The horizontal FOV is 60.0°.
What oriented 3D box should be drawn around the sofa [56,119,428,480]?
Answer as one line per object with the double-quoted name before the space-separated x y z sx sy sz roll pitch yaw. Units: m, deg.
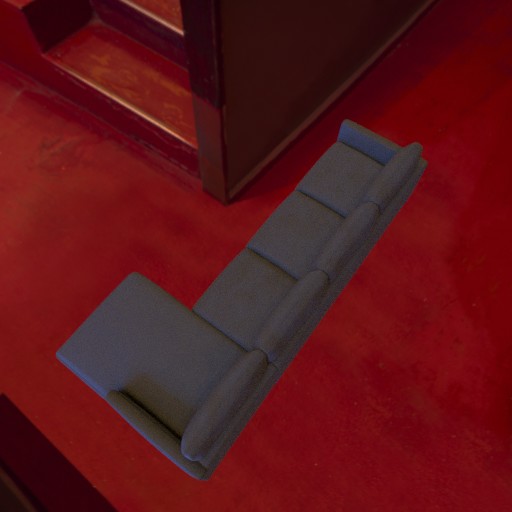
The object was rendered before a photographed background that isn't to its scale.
"sofa" 0.000 0.000 3.179 1.255 0.756 2.725 34 68 16
